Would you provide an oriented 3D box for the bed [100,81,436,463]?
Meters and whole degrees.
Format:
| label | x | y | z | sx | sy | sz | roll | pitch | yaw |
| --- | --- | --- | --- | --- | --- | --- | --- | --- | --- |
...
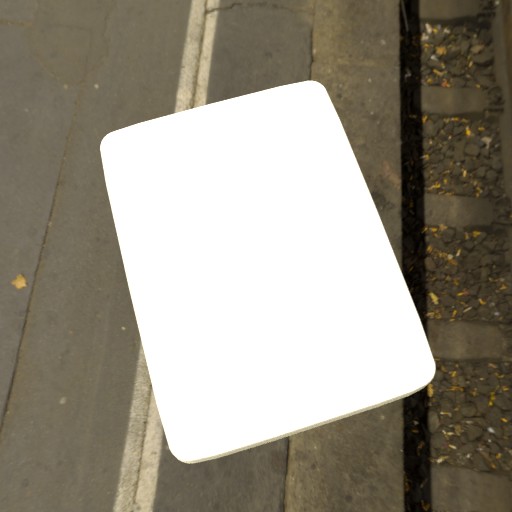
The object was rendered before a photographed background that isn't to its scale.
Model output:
| label | x | y | z | sx | sy | sz | roll | pitch | yaw |
| --- | --- | --- | --- | --- | --- | --- | --- | --- | --- |
| bed | 0.000 | 0.000 | 2.676 | 1.520 | 0.460 | 2.036 | -16 | 75 | -4 |
